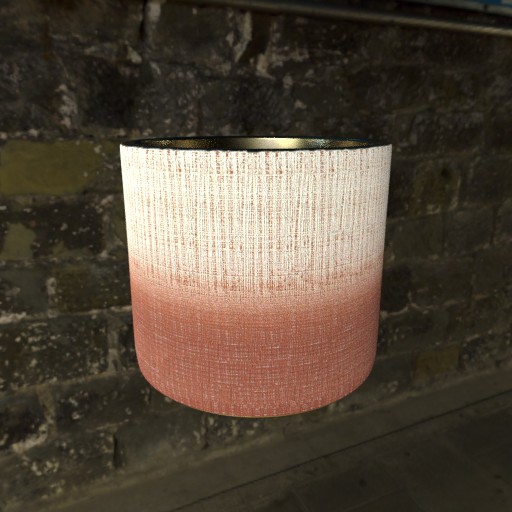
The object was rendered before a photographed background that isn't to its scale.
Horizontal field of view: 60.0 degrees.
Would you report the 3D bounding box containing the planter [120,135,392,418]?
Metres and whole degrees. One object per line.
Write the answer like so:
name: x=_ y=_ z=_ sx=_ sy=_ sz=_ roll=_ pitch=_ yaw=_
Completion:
planter: x=0.000 y=0.000 z=0.397 sx=0.221 sy=0.201 sz=0.221 roll=0 pitch=17 yaw=0
